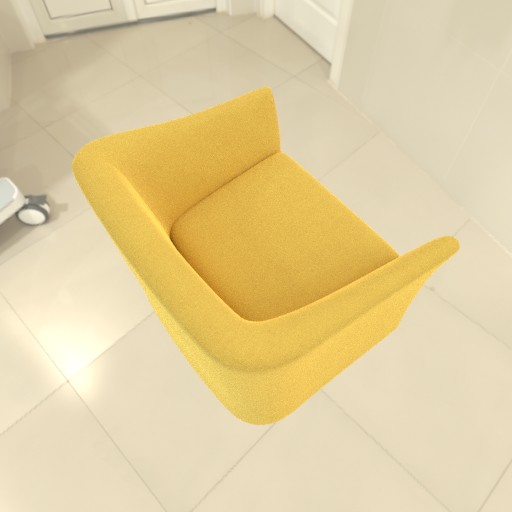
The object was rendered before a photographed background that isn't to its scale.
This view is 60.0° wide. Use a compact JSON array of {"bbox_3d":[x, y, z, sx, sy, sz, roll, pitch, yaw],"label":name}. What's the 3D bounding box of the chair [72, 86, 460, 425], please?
[{"bbox_3d":[0.000,0.000,1.326,0.700,0.720,0.790,-33,63,-19],"label":"chair"}]
